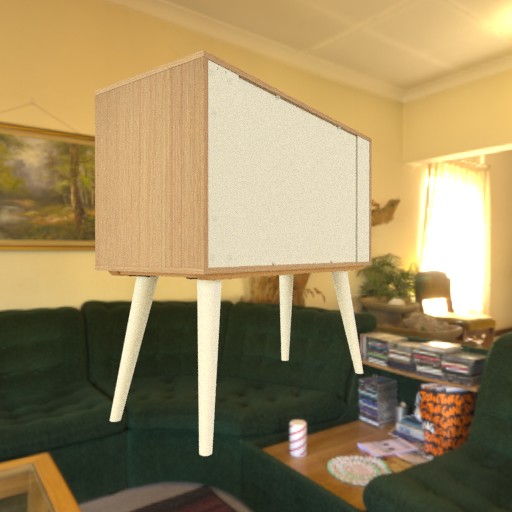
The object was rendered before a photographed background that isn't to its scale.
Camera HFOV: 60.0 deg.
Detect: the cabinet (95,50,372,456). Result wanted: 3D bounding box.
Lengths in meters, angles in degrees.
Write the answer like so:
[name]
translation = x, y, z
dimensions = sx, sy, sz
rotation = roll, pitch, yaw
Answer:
[cabinet]
translation = 0.000, 0.000, 1.651
dimensions = 0.470, 1.016, 1.057
rotation = 0, 0, 37
